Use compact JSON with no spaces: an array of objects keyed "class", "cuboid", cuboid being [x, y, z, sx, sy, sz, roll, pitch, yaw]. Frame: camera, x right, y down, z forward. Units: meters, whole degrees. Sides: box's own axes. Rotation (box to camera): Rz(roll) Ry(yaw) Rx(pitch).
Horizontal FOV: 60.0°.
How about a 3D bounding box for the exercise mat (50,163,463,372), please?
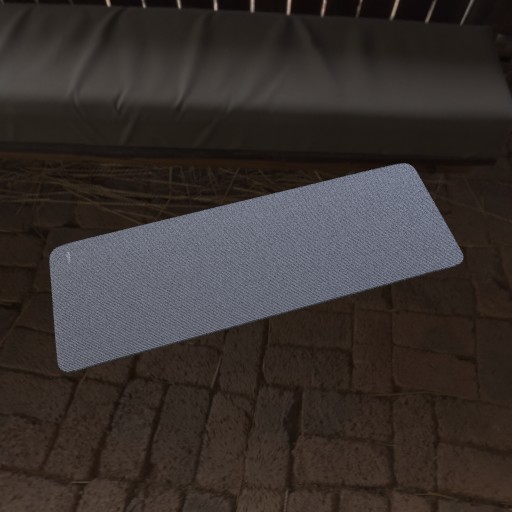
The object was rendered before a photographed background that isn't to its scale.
[{"class":"exercise mat","cuboid":[0.000,0.000,2.091,1.884,0.021,0.616,-14,65,-7]}]
